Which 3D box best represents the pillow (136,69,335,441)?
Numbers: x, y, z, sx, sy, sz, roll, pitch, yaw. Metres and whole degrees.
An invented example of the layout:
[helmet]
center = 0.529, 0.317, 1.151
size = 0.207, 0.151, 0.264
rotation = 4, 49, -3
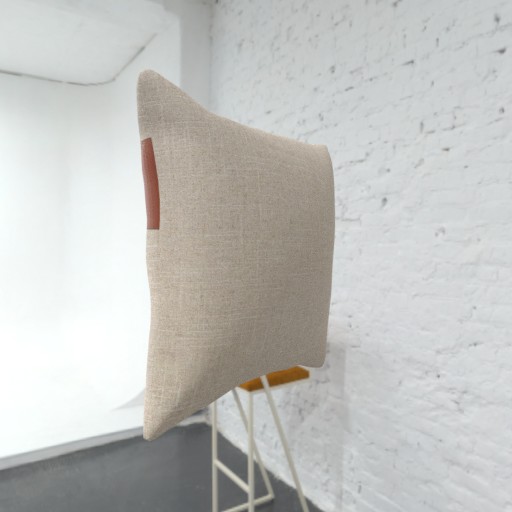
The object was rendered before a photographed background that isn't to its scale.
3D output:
[pillow]
center = 0.000, 0.000, 0.636
size = 0.173, 0.399, 0.414
rotation = 0, 0, 36
